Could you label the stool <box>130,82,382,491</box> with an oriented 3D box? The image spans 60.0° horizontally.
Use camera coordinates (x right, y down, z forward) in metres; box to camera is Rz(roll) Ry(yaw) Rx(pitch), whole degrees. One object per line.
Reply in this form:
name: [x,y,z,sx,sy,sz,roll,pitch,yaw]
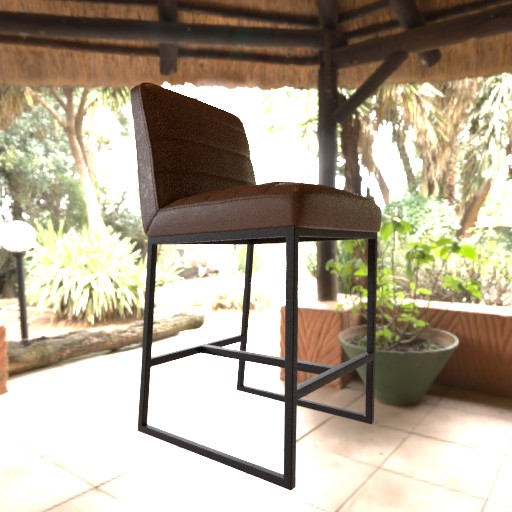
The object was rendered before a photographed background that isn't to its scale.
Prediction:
stool: [0.000,0.000,1.215,0.556,0.940,0.458,1,2,37]
